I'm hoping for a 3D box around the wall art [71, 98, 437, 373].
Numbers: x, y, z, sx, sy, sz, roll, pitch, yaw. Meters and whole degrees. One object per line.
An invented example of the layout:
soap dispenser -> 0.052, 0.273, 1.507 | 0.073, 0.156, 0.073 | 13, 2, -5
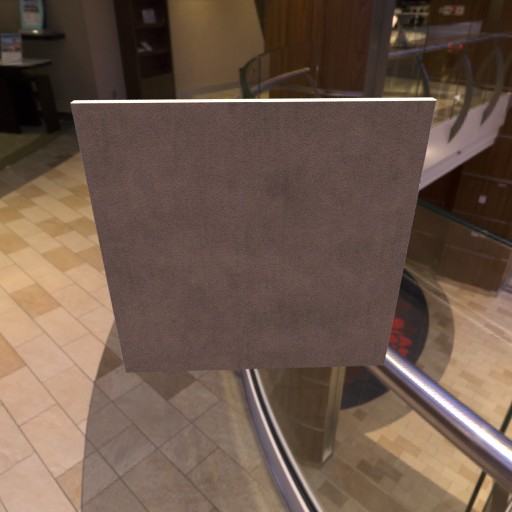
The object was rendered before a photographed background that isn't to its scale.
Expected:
wall art -> 0.000, 0.000, 0.978 | 0.664, 0.661, 0.020 | -1, 30, -2
